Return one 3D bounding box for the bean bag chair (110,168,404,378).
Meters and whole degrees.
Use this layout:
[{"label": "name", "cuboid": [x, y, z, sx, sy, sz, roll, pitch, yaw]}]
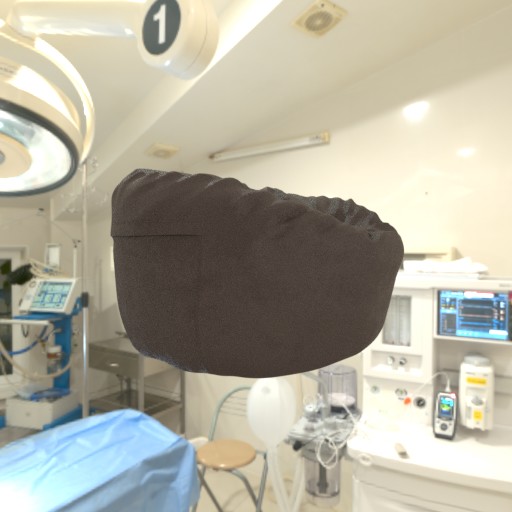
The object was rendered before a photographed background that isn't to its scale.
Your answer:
[{"label": "bean bag chair", "cuboid": [0.000, 0.000, 2.017, 1.245, 0.821, 1.245, 0, 1, 0]}]
